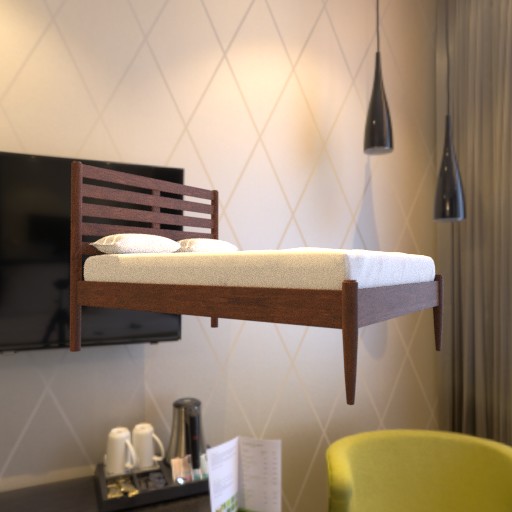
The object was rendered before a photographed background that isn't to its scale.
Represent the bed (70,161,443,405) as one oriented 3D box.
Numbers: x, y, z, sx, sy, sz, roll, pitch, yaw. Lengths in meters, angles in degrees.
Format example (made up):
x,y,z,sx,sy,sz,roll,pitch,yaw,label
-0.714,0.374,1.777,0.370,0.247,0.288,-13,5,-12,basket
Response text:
x,y,z,sx,sy,sz,roll,pitch,yaw,label
0.000,0.000,3.047,2.093,1.304,1.509,-1,-2,36,bed
